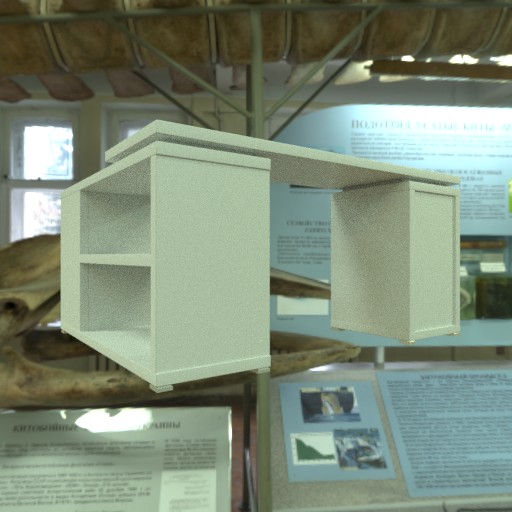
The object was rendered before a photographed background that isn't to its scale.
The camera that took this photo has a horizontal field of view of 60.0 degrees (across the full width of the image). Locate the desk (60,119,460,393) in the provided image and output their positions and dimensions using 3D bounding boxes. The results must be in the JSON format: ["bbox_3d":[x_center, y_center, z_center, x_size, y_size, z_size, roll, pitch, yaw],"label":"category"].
[{"bbox_3d":[0.000,0.000,2.148,1.524,0.753,1.200,0,0,-35],"label":"desk"}]
